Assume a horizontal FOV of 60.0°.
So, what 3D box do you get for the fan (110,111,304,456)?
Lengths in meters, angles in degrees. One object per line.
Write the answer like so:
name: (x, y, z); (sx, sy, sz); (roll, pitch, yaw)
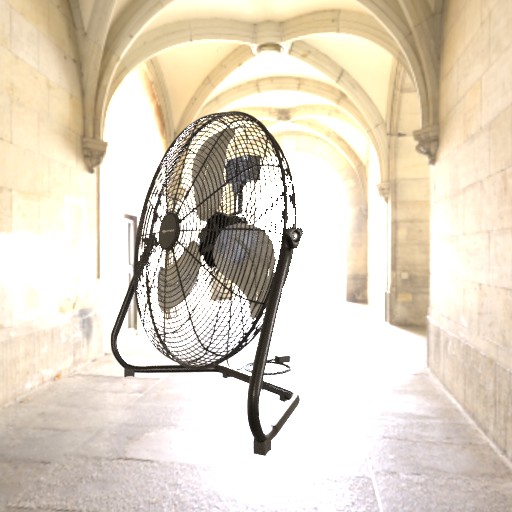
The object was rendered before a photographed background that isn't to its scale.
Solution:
fan: (0.000, 0.000, 1.016); (0.470, 0.605, 0.595); (0, 1, -38)
